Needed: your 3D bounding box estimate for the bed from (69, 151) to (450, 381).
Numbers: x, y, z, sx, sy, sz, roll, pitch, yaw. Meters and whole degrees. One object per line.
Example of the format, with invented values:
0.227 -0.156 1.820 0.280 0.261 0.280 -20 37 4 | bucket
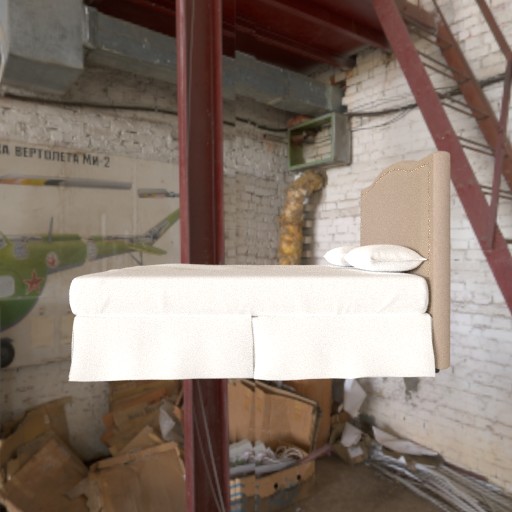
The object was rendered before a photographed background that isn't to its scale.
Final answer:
0.000 0.000 3.461 2.282 1.436 1.821 0 1 -1 | bed
